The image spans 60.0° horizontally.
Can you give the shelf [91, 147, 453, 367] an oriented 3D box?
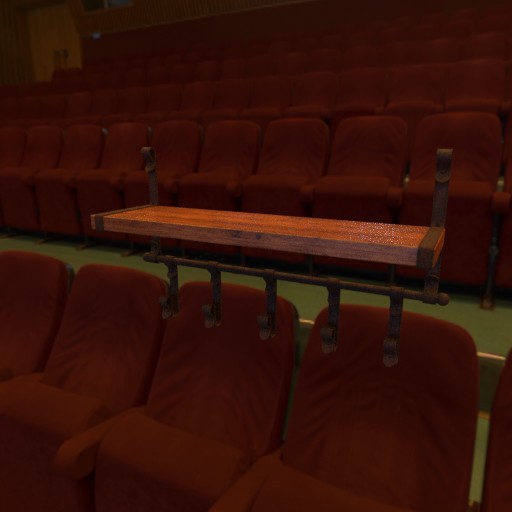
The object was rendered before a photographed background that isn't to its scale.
[{"bbox_3d":[0.000,0.000,0.701,0.567,0.330,0.146,7,16,26],"label":"shelf"}]
